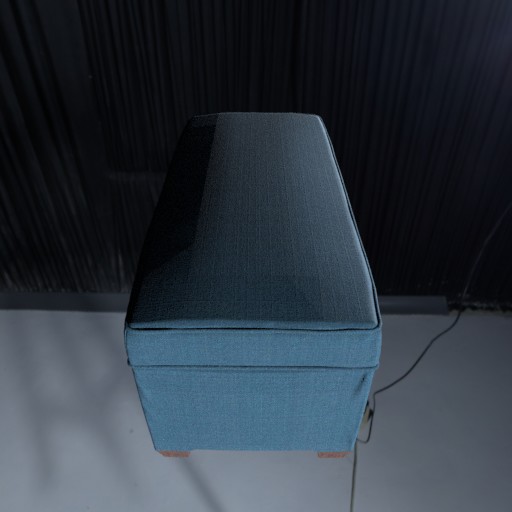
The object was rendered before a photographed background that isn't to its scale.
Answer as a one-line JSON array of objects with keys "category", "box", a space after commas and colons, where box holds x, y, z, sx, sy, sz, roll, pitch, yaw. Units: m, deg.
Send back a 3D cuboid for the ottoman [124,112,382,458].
[{"category": "ottoman", "box": [0.000, 0.000, 1.213, 0.474, 0.474, 0.943, 0, 39, 0]}]
